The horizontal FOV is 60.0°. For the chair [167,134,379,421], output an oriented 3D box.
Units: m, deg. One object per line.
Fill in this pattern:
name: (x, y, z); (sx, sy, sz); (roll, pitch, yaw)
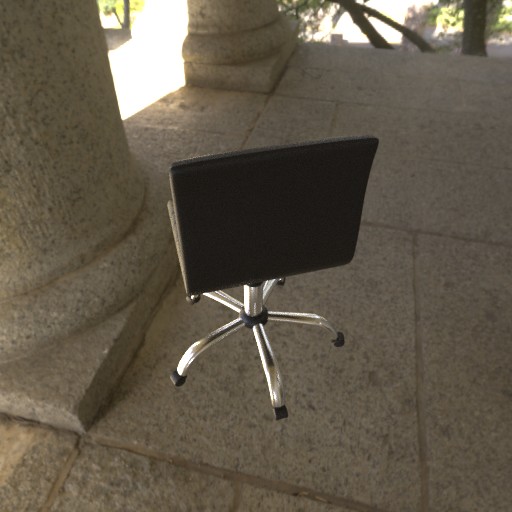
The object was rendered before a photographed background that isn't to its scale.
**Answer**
chair: (0.000, 0.000, 1.149); (0.556, 0.780, 0.530); (-11, 44, -11)
